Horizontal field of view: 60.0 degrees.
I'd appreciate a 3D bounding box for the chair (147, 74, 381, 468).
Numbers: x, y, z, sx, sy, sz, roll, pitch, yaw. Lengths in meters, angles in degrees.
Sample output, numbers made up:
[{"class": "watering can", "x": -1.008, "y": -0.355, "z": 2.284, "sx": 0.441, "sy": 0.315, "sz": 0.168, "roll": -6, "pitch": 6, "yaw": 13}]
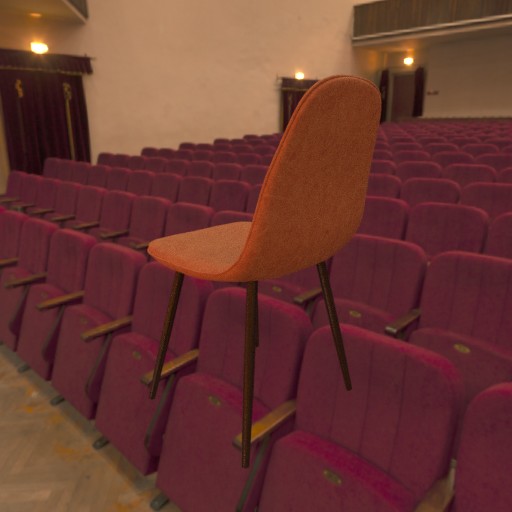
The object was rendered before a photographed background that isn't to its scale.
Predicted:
[{"class": "chair", "x": 0.000, "y": 0.000, "z": 1.220, "sx": 0.561, "sy": 0.889, "sz": 0.472, "roll": 16, "pitch": 23, "yaw": 42}]
